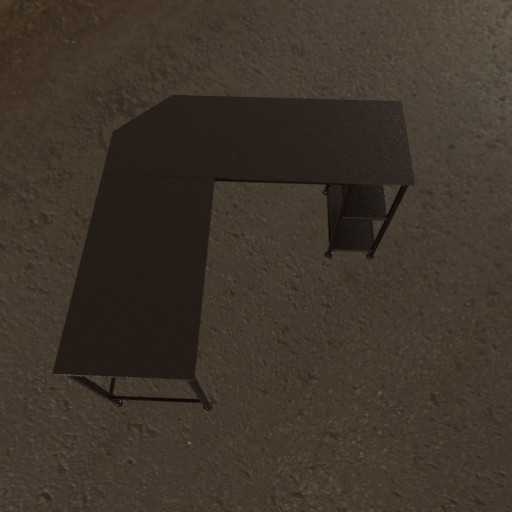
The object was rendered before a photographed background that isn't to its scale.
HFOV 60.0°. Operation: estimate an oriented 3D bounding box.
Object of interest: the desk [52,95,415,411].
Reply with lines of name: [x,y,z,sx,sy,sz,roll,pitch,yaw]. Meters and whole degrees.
desk: [0.000,0.000,2.190,1.379,0.739,1.379,2,62,1]
